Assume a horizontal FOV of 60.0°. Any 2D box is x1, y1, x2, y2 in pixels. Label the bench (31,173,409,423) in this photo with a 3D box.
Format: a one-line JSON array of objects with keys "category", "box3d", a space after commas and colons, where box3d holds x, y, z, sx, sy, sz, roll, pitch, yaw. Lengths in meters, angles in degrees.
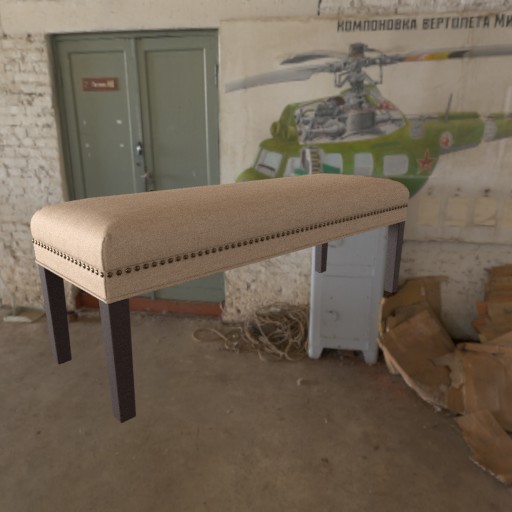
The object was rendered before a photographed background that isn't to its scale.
[{"category": "bench", "box3d": [0.000, 0.000, 1.442, 1.219, 0.457, 0.410, -15, 22, -42]}]
